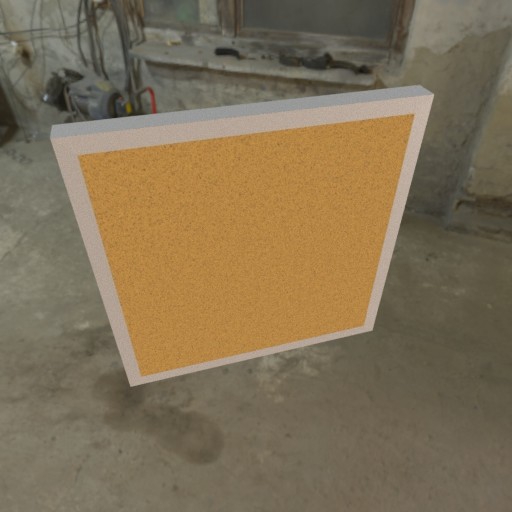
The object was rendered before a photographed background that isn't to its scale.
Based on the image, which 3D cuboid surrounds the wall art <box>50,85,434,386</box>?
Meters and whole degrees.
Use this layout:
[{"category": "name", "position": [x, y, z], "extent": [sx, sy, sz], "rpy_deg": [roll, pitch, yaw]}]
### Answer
[{"category": "wall art", "position": [0.000, 0.000, 1.895], "extent": [1.289, 1.291, 0.098], "rpy_deg": [-10, 42, -12]}]
